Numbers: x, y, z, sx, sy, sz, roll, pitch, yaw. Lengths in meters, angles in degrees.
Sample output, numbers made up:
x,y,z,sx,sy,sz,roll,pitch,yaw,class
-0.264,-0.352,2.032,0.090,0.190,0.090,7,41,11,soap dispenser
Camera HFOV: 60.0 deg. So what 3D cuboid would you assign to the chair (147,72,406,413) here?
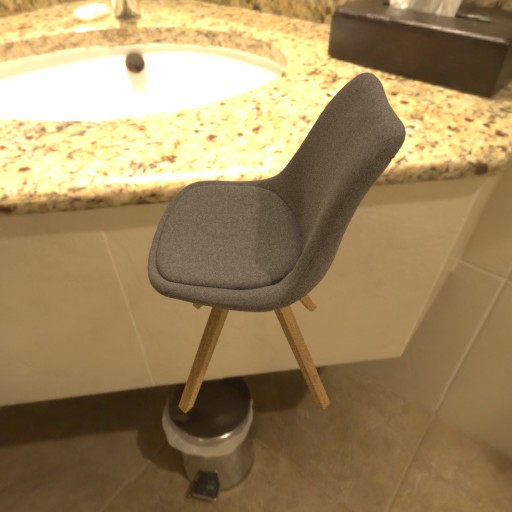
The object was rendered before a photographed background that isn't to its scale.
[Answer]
x,y,z,sx,sy,sz,roll,pitch,yaw,class
0.000,0.000,1.176,0.550,0.865,0.483,0,43,0,chair
